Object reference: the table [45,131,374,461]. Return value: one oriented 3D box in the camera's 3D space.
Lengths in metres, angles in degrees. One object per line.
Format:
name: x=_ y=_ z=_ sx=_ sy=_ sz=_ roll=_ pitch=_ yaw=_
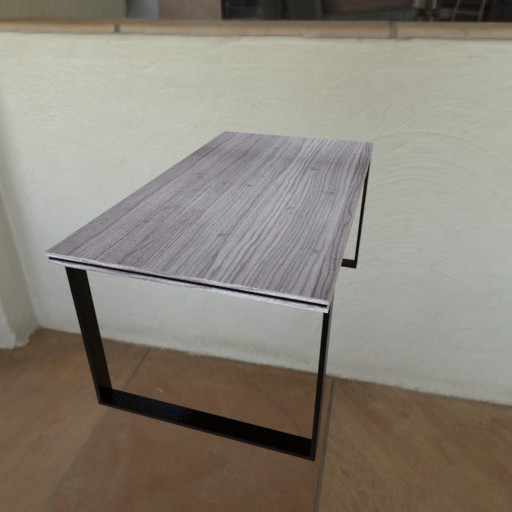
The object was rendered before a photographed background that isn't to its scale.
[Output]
table: x=0.000 y=0.000 z=2.096 sx=0.881 sy=0.736 sz=1.579 roll=9 pitch=31 yaw=15
